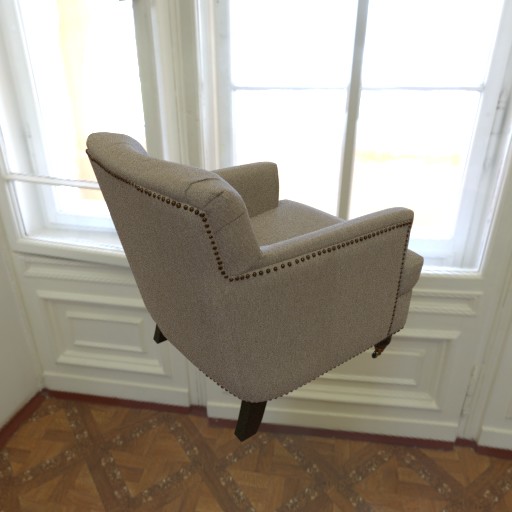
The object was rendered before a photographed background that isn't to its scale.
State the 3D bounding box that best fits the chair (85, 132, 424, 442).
[{"bbox_3d":[0.000,0.000,1.503,0.902,0.823,0.737,-18,32,-32],"label":"chair"}]
